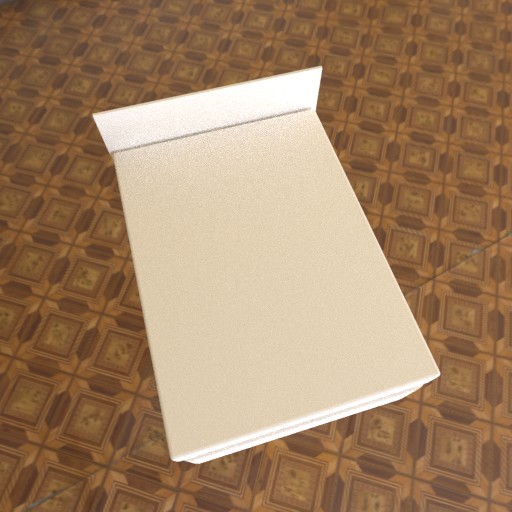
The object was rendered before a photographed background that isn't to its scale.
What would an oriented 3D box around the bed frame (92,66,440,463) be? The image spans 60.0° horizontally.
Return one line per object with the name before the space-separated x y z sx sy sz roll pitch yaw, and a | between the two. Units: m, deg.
bed frame | 0.000 0.000 2.582 1.400 0.800 1.900 -15 64 -7
